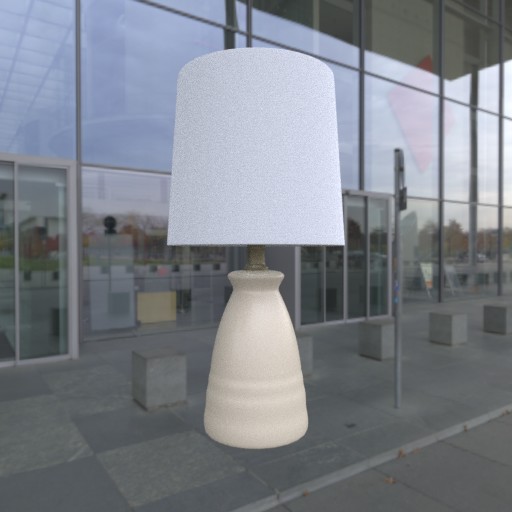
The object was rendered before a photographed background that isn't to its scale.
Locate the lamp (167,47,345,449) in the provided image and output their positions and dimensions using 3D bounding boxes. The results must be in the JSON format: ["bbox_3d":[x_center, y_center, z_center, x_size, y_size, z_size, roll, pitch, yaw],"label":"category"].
[{"bbox_3d":[0.000,0.000,0.474,0.186,0.369,0.186,0,1,0],"label":"lamp"}]
